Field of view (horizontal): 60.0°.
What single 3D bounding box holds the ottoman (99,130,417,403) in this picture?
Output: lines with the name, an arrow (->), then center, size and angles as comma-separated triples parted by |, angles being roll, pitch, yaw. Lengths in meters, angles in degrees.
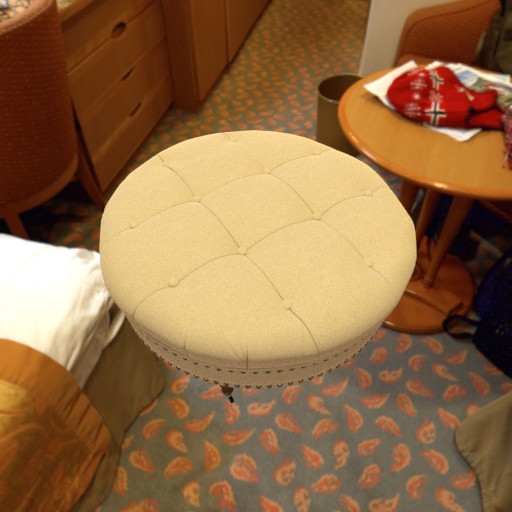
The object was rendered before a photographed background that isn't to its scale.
ottoman -> 0.000, 0.000, 1.379 | 0.901, 0.439, 0.901 | 0, 47, 0
